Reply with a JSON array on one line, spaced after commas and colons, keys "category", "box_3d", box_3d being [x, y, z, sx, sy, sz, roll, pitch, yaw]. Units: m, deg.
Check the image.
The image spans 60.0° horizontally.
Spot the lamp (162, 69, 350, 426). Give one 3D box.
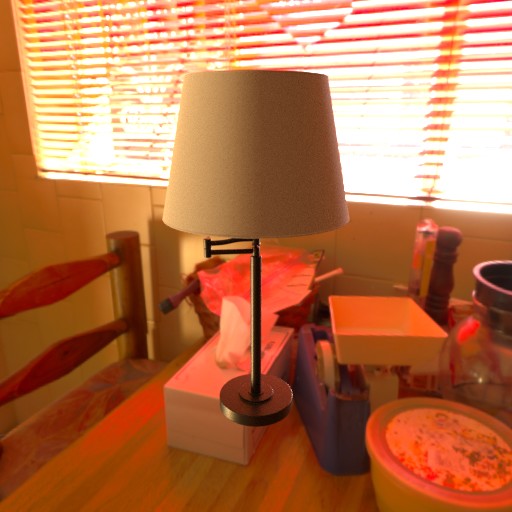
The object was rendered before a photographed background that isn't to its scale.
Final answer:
[{"category": "lamp", "box_3d": [0.000, 0.000, 0.902, 0.363, 0.696, 0.363, 0, 17, 0]}]
